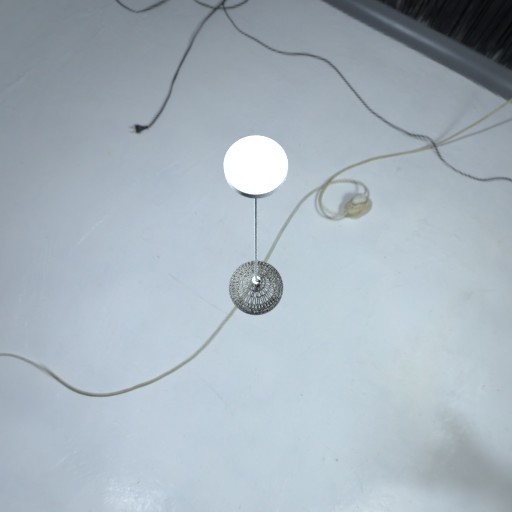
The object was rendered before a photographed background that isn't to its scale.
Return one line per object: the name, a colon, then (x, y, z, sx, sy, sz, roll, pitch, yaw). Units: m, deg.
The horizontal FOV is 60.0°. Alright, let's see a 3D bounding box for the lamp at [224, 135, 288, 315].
lamp: (0.000, 0.000, 2.079, 0.355, 1.919, 0.355, 33, 78, 8)
